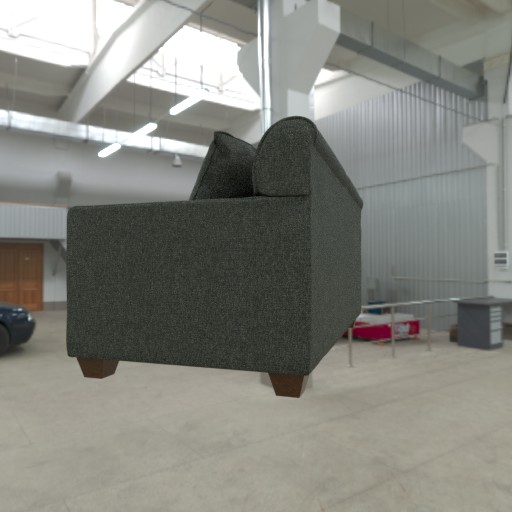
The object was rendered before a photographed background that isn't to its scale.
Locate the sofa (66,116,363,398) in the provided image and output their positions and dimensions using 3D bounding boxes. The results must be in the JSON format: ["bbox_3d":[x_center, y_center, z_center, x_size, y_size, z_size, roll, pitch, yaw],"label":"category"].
[{"bbox_3d":[0.000,0.000,2.406,0.998,0.958,1.846,0,-1,18],"label":"sofa"}]
